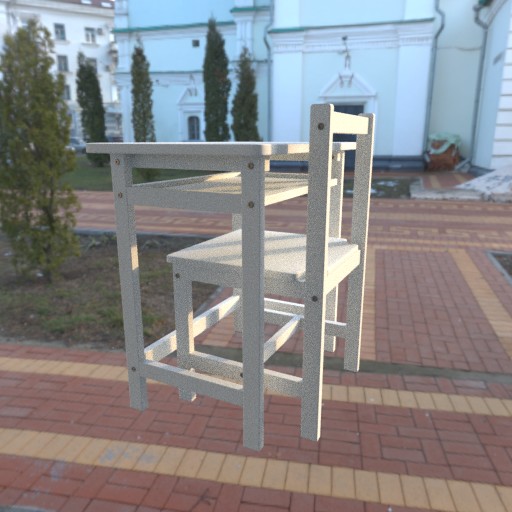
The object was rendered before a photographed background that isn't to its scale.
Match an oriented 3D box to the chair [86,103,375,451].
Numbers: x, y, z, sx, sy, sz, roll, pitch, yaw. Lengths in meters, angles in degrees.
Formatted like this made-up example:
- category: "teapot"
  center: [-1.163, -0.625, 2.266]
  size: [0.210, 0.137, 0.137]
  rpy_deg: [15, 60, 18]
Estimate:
- category: "chair"
  center: [0.000, 0.000, 1.090]
  size: [0.461, 0.673, 0.599]
  rpy_deg: [7, 16, 26]
